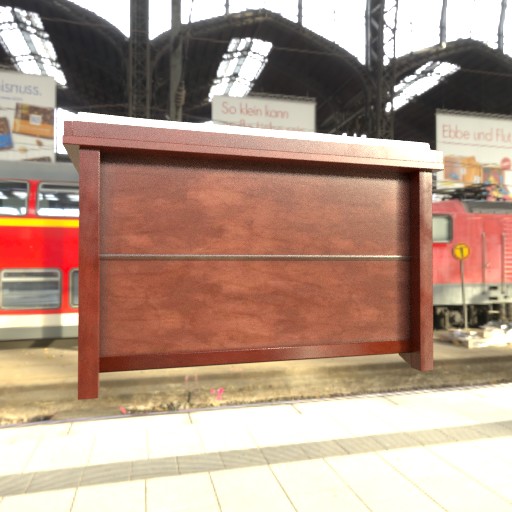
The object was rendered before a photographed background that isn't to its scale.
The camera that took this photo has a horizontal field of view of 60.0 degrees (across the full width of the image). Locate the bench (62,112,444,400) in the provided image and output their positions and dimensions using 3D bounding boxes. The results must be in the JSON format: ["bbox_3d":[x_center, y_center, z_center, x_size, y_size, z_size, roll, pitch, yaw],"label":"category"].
[{"bbox_3d":[0.000,0.000,1.277,0.987,0.646,0.369,0,-1,-16],"label":"bench"}]
